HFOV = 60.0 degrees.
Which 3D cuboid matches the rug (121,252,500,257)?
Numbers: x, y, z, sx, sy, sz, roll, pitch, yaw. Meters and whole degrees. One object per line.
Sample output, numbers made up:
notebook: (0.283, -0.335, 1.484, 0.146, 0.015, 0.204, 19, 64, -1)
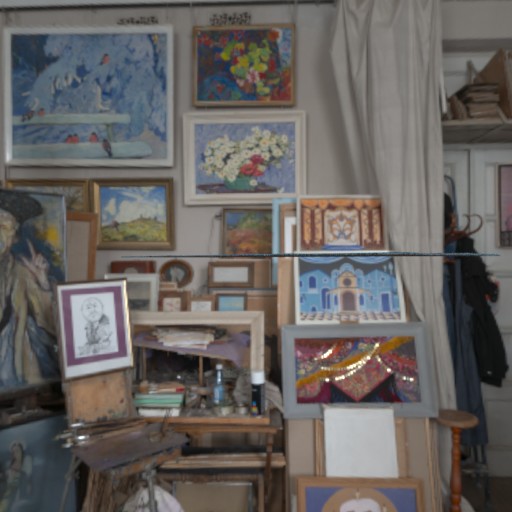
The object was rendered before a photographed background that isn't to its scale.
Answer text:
rug: (0.000, 0.000, 2.636, 0.801, 0.010, 2.459, 0, 0, -36)
